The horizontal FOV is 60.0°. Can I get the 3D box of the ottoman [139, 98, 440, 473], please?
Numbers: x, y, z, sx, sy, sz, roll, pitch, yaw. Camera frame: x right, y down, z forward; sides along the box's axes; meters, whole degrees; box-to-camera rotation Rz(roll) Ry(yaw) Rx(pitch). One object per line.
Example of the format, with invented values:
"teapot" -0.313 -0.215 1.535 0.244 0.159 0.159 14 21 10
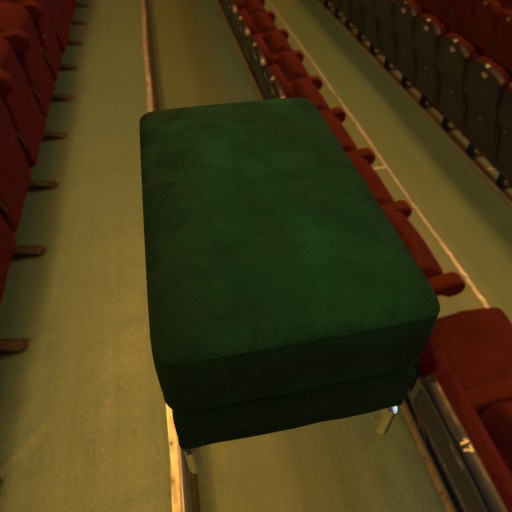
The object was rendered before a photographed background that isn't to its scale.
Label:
"ottoman" 0.000 0.000 1.210 0.536 0.533 0.886 -8 46 -8
